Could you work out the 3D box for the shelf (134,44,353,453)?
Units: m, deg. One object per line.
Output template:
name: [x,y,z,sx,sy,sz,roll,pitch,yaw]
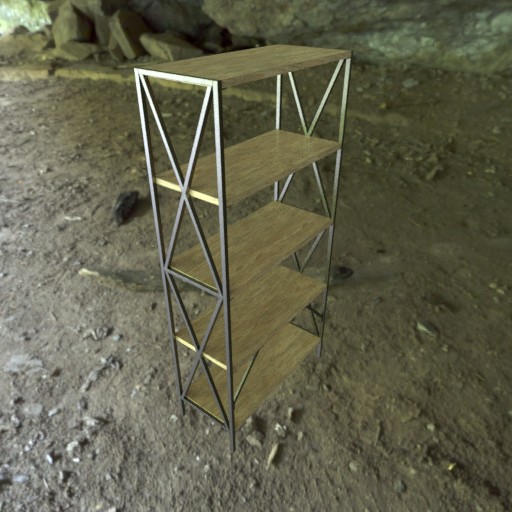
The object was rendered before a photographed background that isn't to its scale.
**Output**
shelf: [0.000,0.000,2.193,0.386,1.803,0.874,22,38,31]
